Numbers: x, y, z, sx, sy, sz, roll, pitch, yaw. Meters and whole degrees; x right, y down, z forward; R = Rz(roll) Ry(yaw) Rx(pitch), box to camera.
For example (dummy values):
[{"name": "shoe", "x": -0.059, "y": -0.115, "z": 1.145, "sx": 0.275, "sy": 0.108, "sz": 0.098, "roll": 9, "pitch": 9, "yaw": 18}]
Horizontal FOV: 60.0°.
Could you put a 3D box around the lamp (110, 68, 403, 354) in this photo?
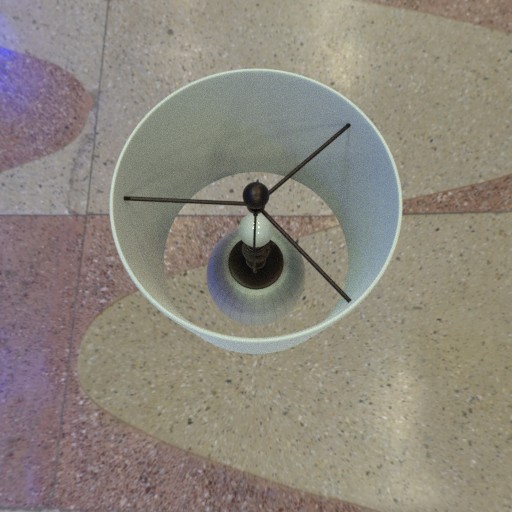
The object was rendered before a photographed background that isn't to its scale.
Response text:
[{"name": "lamp", "x": 0.000, "y": 0.000, "z": 0.758, "sx": 0.328, "sy": 0.570, "sz": 0.328, "roll": 0, "pitch": 75, "yaw": 0}]
